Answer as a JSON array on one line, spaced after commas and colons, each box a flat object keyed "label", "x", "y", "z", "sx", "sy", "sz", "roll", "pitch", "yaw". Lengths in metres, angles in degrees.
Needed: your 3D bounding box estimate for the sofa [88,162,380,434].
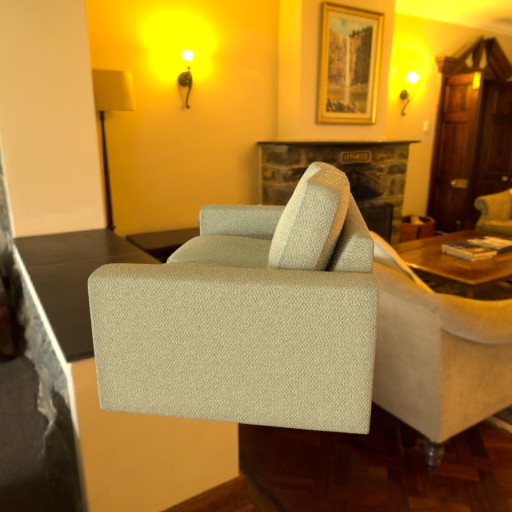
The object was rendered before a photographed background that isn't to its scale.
[{"label": "sofa", "x": 0.000, "y": 0.000, "z": 2.238, "sx": 1.016, "sy": 0.873, "sz": 1.616, "roll": 2, "pitch": 15, "yaw": 8}]
